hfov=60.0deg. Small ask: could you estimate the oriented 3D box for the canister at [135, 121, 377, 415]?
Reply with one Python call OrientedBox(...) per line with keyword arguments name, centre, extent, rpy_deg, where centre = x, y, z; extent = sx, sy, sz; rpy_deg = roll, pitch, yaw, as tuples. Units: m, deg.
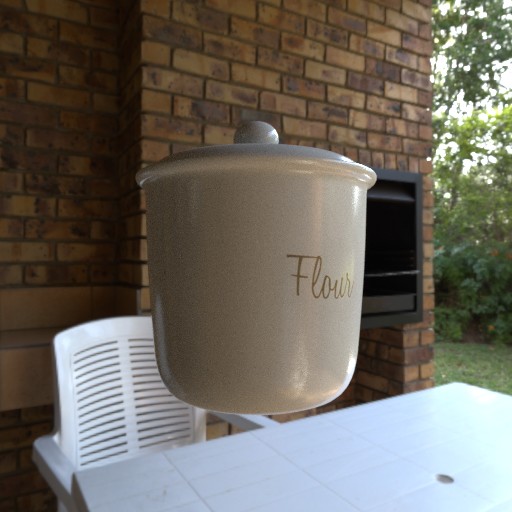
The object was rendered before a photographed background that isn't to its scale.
OrientedBox(name="canister", centre=(0.000, 0.000, 0.346), extent=(0.182, 0.208, 0.182), rpy_deg=(0, 0, 0))
